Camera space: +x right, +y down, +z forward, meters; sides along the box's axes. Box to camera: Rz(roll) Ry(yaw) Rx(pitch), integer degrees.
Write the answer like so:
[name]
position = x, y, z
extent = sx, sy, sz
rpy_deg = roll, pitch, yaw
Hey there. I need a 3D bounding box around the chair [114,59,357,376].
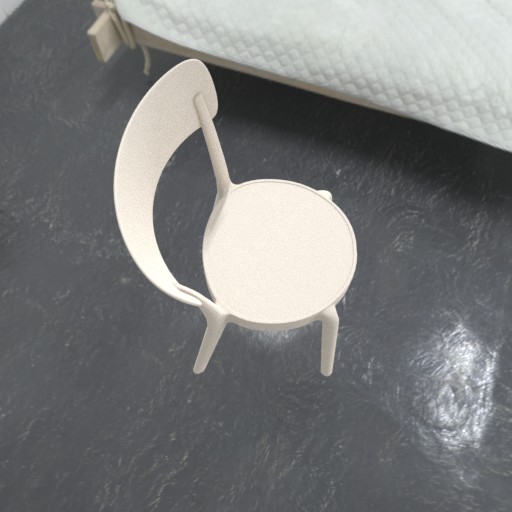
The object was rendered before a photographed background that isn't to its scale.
[chair]
position = 0.000, 0.000, 1.129
extent = 0.491, 0.790, 0.506
rpy_deg = 1, 65, 1
